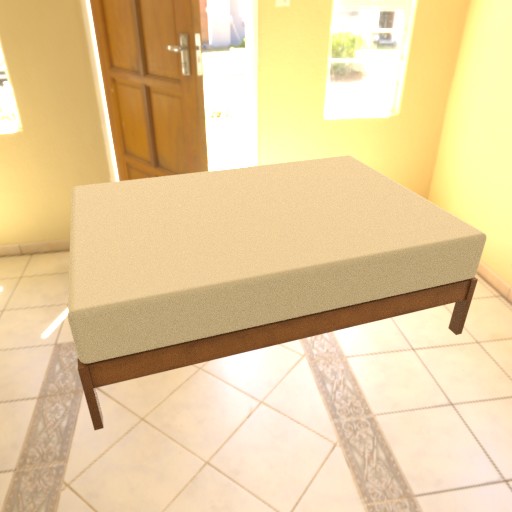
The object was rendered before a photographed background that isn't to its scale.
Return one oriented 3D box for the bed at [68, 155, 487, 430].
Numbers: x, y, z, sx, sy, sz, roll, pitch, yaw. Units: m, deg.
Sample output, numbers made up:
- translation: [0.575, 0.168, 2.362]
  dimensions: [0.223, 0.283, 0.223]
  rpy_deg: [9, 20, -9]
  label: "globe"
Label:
- translation: [0.000, 0.000, 2.561]
  dimensions: [1.927, 0.616, 1.348]
  rpy_deg: [-10, 32, -16]
  label: "bed"
